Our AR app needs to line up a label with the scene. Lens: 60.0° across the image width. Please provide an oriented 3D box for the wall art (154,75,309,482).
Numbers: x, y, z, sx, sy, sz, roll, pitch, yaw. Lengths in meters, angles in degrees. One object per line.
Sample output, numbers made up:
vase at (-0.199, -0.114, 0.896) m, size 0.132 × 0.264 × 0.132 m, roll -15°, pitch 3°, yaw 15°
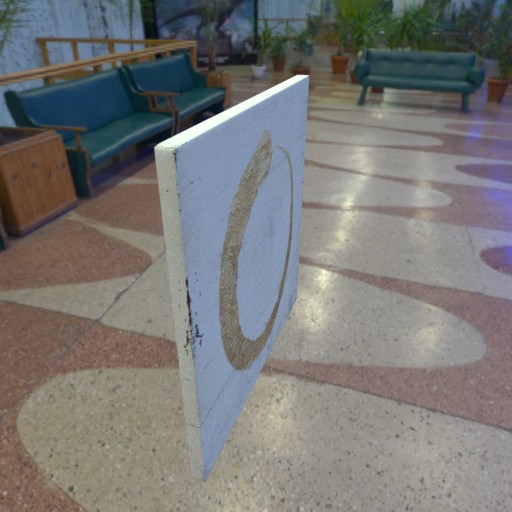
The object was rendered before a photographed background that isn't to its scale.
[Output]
wall art at (0.000, 0.000, 1.120) m, size 0.038 × 0.762 × 0.762 m, roll 10°, pitch 31°, yaw 17°
